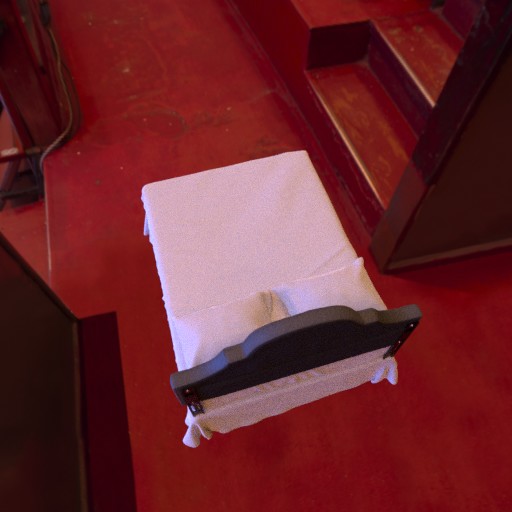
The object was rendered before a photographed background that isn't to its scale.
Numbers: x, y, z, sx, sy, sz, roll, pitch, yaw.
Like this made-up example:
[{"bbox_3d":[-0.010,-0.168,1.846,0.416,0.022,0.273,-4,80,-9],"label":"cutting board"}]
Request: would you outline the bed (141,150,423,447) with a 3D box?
[{"bbox_3d":[0.000,0.000,3.482,1.780,1.634,2.222,-14,59,-9],"label":"bed"}]
